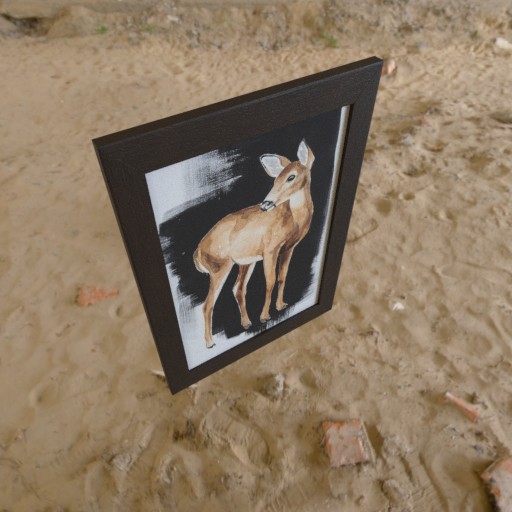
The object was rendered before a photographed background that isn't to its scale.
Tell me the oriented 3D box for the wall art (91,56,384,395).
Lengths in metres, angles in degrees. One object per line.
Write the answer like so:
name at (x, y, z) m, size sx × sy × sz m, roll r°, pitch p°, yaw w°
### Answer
wall art at (0.000, 0.000, 0.670) m, size 0.359 × 0.513 × 0.017 m, roll -24°, pitch 52°, yaw -21°
